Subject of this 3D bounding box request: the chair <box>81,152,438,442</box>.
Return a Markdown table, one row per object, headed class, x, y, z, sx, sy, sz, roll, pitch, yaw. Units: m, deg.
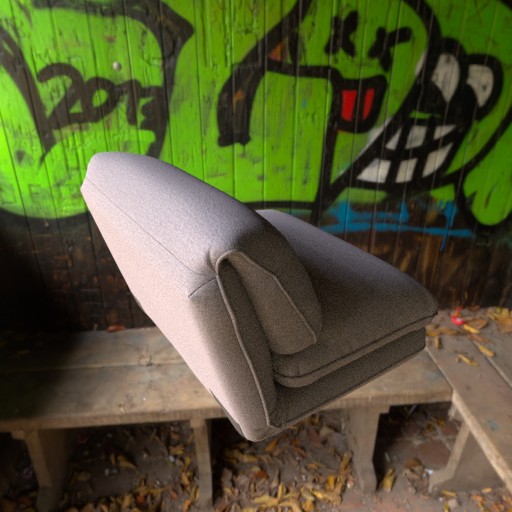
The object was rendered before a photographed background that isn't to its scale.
| class | x | y | z | sx | sy | sz | roll | pitch | yaw |
| --- | --- | --- | --- | --- | --- | --- | --- | --- | --- |
| chair | 0.000 | 0.000 | 1.335 | 0.780 | 0.580 | 0.820 | -17 | 31 | -30 |
